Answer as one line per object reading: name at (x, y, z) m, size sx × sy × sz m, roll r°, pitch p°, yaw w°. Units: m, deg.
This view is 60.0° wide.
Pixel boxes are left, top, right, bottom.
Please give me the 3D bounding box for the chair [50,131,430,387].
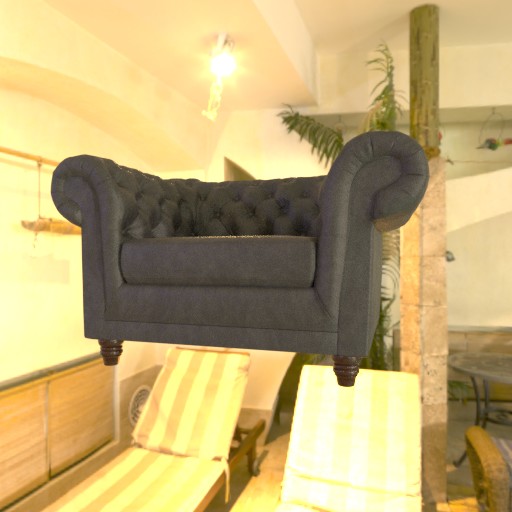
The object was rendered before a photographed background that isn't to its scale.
chair at (0.000, 0.000, 1.848) m, size 1.298 × 0.780 × 0.943 m, roll 0°, pitch 0°, yaw 18°
